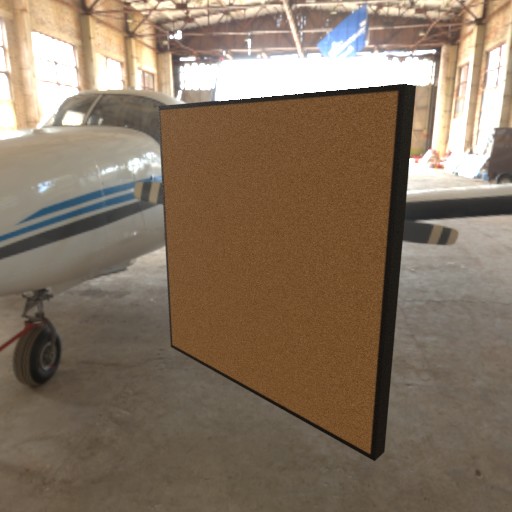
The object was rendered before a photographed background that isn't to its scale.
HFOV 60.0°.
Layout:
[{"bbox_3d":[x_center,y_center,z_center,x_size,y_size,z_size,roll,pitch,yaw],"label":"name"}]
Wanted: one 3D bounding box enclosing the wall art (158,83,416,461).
[{"bbox_3d":[0.000,0.000,0.758,0.028,0.511,0.513,-14,20,-43],"label":"wall art"}]
